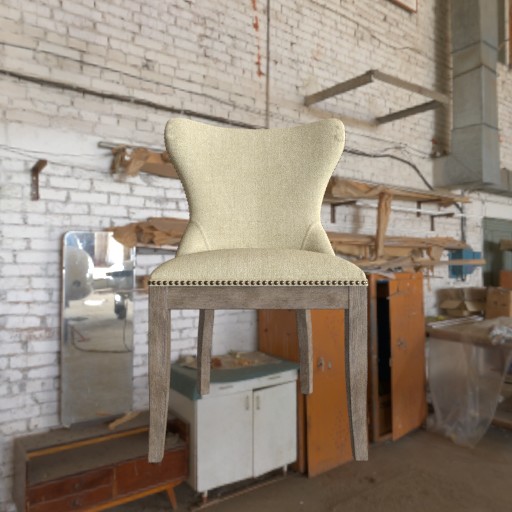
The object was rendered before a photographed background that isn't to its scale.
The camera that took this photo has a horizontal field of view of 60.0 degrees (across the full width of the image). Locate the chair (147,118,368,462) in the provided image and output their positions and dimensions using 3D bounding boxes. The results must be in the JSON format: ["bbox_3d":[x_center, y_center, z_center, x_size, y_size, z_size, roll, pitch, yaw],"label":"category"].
[{"bbox_3d":[0.000,0.000,1.412,0.654,1.002,0.681,0,0,-1],"label":"chair"}]
